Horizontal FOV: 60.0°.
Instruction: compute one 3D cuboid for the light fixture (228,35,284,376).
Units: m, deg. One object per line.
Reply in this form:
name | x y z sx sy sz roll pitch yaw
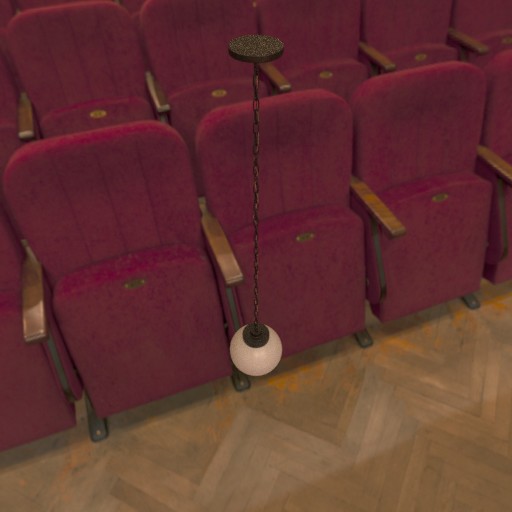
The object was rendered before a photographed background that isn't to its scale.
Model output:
light fixture | 0.000 0.000 2.034 0.304 1.867 0.305 -15 48 -14
